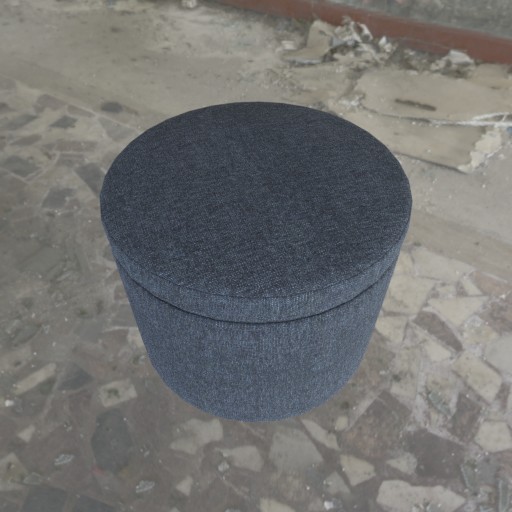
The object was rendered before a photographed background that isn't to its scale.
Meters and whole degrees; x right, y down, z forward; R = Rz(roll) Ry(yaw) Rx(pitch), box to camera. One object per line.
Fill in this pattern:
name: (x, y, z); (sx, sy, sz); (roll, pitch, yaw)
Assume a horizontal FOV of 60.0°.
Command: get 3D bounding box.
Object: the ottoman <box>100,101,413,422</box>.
ottoman: (0.000, 0.000, 0.857); (0.500, 0.419, 0.500); (0, 47, 0)
